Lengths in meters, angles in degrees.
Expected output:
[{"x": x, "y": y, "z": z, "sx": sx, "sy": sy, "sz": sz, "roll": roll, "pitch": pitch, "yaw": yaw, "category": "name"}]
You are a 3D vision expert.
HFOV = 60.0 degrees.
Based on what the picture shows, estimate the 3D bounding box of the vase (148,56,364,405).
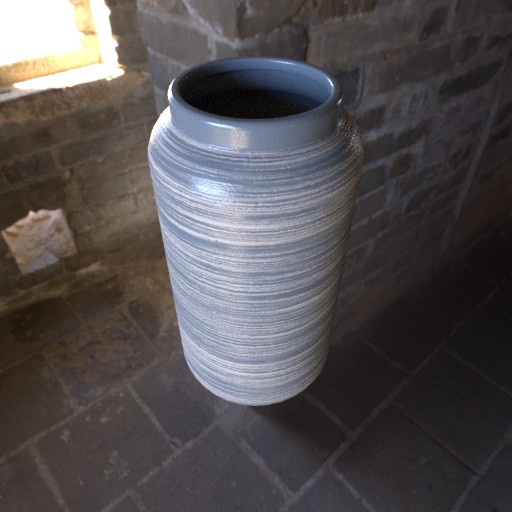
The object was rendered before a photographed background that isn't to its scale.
[{"x": 0.000, "y": 0.000, "z": 0.296, "sx": 0.116, "sy": 0.230, "sz": 0.116, "roll": 0, "pitch": 42, "yaw": 0, "category": "vase"}]
